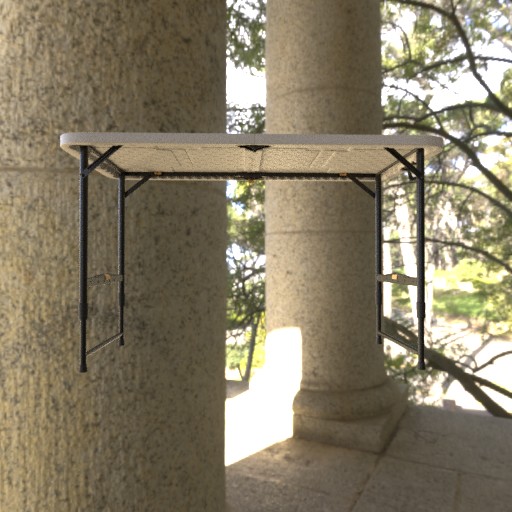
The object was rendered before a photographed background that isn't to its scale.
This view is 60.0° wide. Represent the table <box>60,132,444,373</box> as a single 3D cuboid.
[{"bbox_3d":[0.000,0.000,1.642,1.245,0.737,0.611,0,-1,-2],"label":"table"}]
